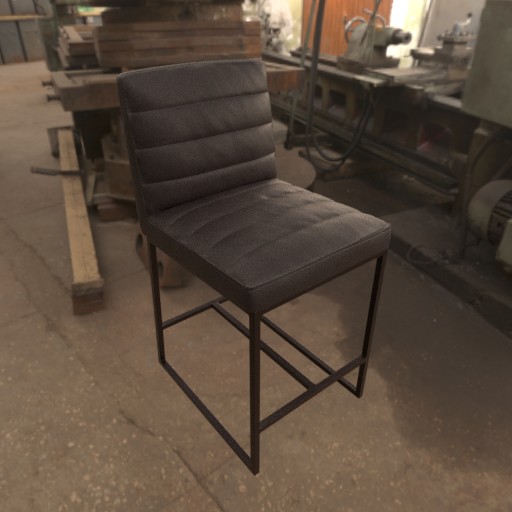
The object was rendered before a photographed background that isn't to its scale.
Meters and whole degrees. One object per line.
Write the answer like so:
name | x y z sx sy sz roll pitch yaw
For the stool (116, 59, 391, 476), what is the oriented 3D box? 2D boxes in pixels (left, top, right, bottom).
stool | 0.000 0.000 1.233 0.463 0.946 0.562 -22 37 -32
